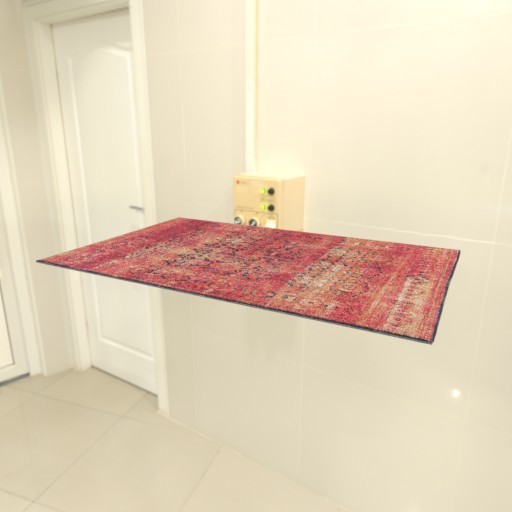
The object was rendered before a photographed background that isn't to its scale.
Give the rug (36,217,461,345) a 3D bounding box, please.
[{"bbox_3d":[0.000,0.000,3.000,2.449,0.018,1.539,9,19,26],"label":"rug"}]
